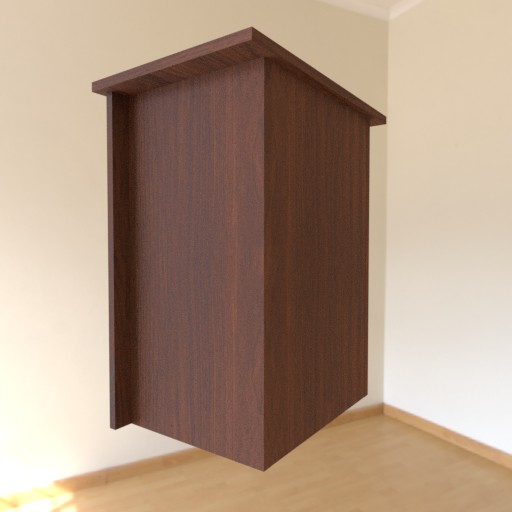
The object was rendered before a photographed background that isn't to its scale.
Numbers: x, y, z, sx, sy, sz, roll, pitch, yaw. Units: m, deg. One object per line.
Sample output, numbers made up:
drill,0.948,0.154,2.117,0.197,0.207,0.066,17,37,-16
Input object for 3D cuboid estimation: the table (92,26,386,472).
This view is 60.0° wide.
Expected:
table,0.000,0.000,1.033,0.406,0.711,0.589,1,2,36
